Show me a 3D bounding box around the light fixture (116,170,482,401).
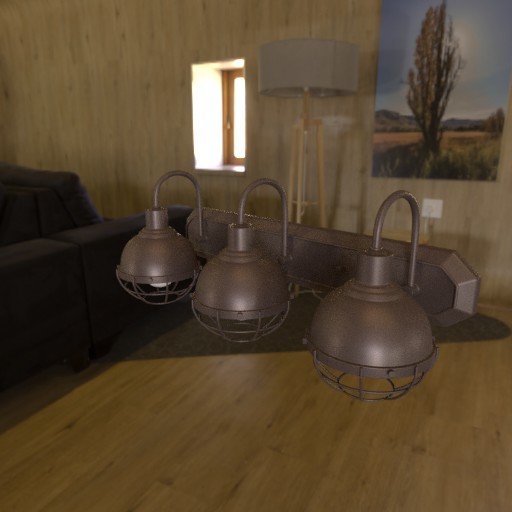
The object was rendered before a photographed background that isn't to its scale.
[{"bbox_3d":[0.000,0.000,0.738,0.634,0.254,0.229,14,21,42],"label":"light fixture"}]
